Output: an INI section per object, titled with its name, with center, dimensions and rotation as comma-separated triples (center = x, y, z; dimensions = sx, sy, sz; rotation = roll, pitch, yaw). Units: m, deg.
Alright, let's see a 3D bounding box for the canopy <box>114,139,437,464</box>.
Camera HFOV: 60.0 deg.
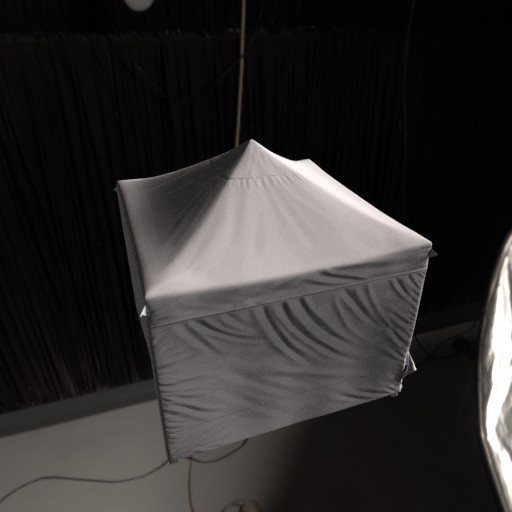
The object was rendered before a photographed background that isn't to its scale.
[canopy]
center = 0.000, 0.000, 5.647
dimensions = 3.121, 2.997, 3.043
rotation = -10, 32, -17
